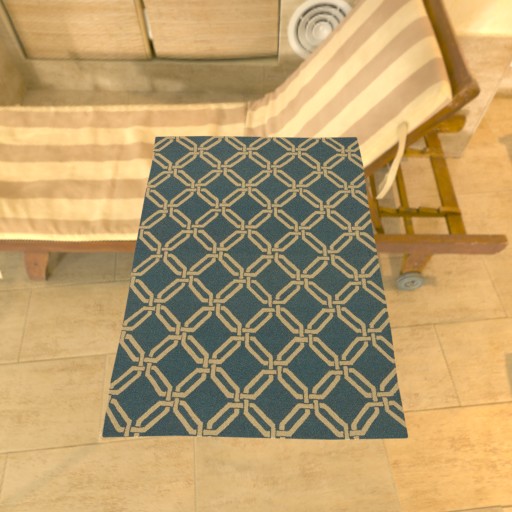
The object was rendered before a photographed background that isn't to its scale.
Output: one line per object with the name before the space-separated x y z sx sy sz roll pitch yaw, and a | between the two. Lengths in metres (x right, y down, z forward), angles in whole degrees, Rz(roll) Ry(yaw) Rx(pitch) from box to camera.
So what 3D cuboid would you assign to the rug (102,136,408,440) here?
rug | 0.000 0.000 2.748 1.524 0.013 2.135 0 57 0
